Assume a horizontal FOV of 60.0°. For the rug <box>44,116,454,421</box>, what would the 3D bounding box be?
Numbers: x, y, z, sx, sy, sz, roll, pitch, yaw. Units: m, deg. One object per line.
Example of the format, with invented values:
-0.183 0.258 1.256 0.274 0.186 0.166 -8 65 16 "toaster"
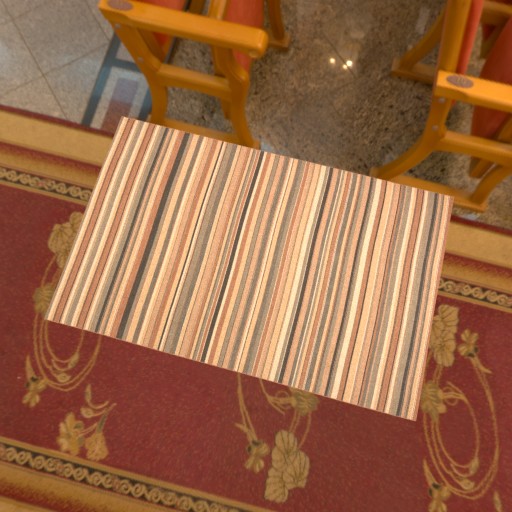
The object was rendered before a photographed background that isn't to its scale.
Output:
0.000 0.000 2.976 2.438 0.014 1.523 14 76 4 "rug"
